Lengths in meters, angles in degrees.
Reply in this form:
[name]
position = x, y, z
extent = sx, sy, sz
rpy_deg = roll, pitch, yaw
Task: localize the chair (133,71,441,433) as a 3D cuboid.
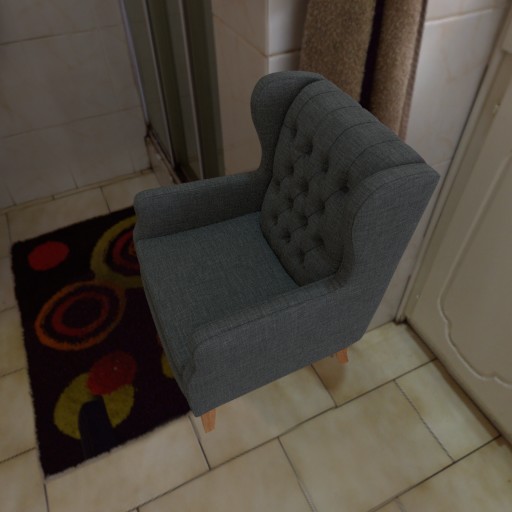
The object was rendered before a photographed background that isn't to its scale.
[chair]
position = 0.000, 0.000, 1.529
extent = 0.775, 0.953, 0.711
rpy_deg = -18, 49, -16
